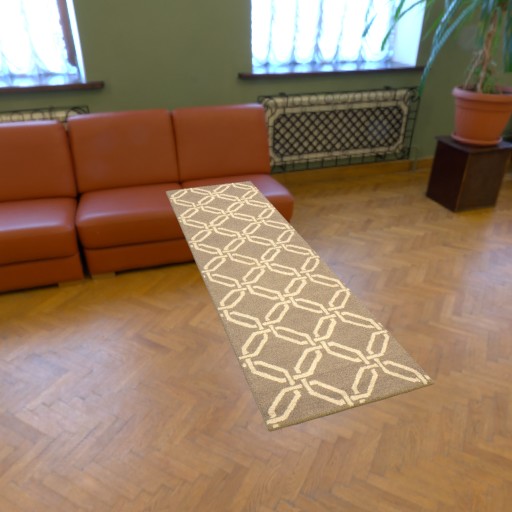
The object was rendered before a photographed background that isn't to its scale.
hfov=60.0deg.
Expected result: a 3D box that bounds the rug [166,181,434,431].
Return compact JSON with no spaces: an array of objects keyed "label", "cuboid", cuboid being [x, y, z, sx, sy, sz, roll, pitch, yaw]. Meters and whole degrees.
[{"label":"rug","cuboid":[0.000,0.000,2.534,0.678,0.014,2.276,-10,32,-16]}]
